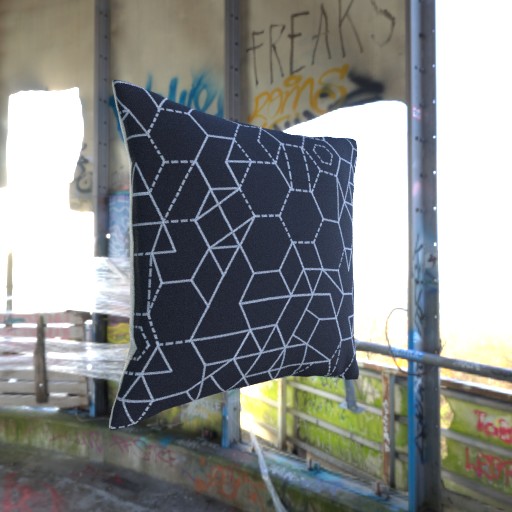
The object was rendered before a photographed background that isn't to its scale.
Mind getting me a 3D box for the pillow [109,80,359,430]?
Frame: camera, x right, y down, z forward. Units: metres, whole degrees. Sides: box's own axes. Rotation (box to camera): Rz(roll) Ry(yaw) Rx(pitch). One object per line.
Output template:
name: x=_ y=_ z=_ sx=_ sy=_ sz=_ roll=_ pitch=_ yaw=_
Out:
pillow: x=0.000 y=0.000 z=0.789 sx=0.517 sy=0.508 sz=0.158 roll=1 pitch=-1 yaw=-36
